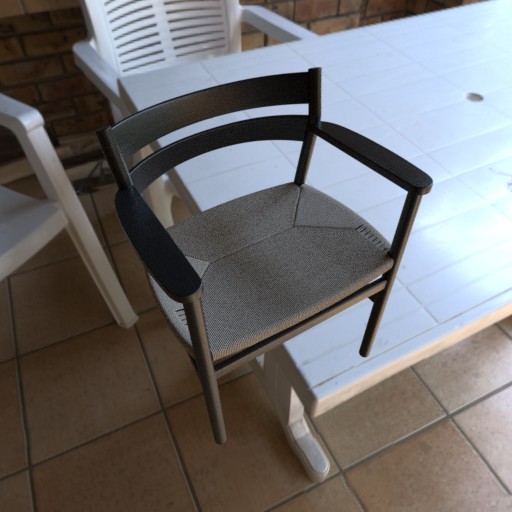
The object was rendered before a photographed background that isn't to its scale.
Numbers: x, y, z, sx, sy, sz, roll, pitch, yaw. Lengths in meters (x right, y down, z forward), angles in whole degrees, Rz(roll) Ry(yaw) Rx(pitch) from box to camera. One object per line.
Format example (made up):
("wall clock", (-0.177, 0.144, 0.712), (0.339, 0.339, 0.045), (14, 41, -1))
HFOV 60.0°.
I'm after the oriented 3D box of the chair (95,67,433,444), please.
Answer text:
("chair", (0.000, 0.000, 1.183), (0.630, 0.775, 0.508), (-24, 51, -21))
